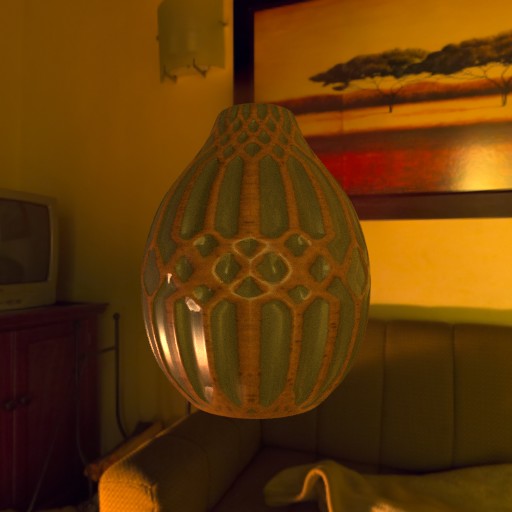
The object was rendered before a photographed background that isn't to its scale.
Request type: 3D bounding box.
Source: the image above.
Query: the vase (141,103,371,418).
[{"bbox_3d":[0.000,0.000,0.138,0.069,0.088,0.069,0,-1,0],"label":"vase"}]
